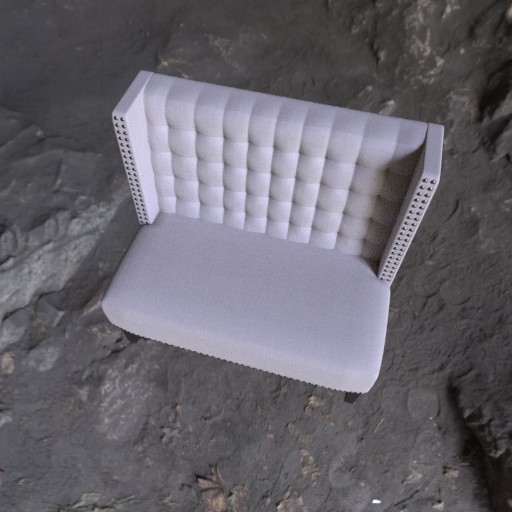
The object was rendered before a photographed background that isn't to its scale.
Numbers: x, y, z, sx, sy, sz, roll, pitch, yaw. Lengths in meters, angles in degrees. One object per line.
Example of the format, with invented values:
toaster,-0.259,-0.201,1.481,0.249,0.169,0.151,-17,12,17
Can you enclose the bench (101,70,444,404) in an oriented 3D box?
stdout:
bench,0.000,0.000,2.026,1.280,1.123,0.847,13,59,8
